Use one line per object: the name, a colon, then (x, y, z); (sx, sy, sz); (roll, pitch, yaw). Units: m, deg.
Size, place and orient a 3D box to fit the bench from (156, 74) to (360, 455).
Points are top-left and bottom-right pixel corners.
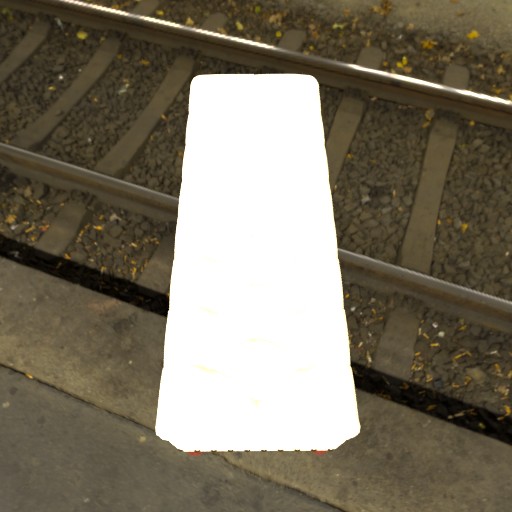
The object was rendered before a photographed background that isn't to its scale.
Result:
bench: (0.000, 0.000, 1.284); (0.400, 0.470, 1.054); (0, 59, 0)
